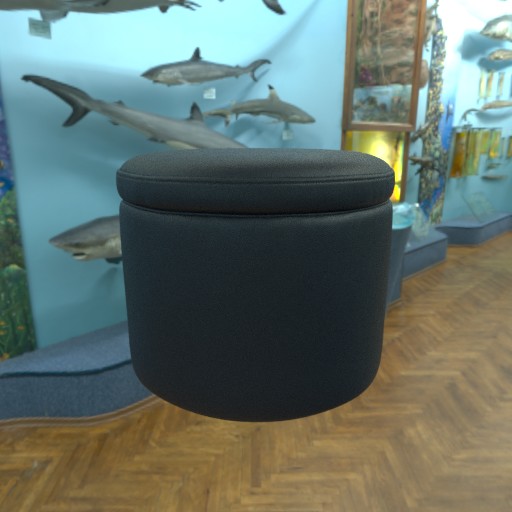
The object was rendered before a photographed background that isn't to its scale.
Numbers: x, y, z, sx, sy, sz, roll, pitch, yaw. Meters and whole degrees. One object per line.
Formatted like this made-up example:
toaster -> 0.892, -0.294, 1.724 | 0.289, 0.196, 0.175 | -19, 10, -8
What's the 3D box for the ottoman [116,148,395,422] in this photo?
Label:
ottoman -> 0.000, 0.000, 0.869 | 0.501, 0.409, 0.501 | 0, 15, 0
